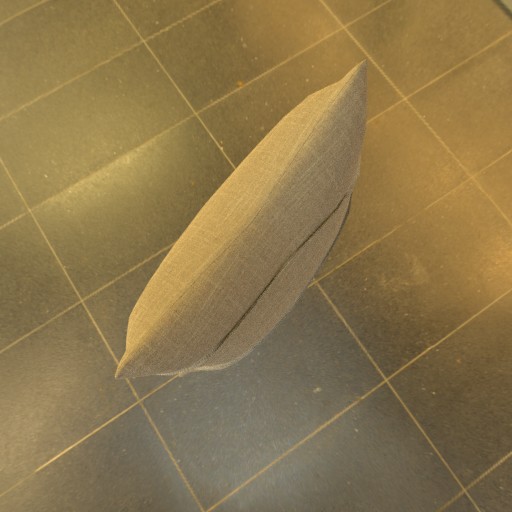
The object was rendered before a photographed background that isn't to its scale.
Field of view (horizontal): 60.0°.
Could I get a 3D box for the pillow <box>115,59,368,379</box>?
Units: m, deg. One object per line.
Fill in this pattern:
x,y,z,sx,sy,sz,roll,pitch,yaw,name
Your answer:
0.000,0.000,0.622,0.169,0.400,0.424,36,79,8,pillow
